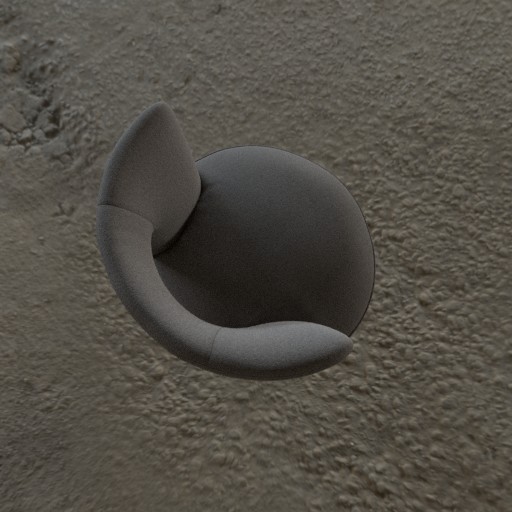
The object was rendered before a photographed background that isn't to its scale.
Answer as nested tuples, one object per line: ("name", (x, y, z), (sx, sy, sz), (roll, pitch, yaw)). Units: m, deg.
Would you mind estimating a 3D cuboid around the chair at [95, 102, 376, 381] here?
("chair", (0.000, 0.000, 1.257), (0.660, 0.719, 0.689), (-35, 77, -9))
